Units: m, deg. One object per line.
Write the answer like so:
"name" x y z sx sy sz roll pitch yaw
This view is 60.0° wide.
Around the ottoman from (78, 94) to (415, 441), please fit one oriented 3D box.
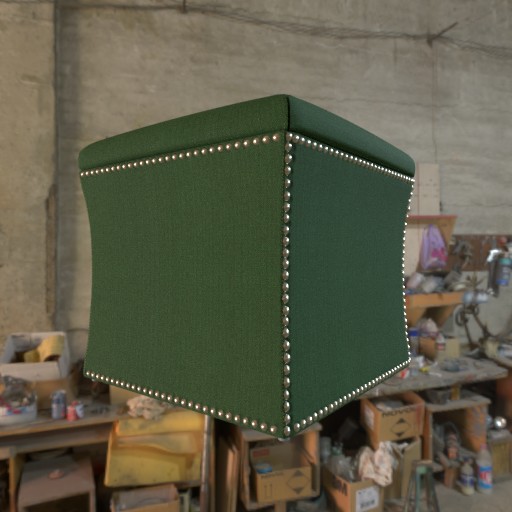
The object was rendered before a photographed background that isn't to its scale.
"ottoman" 0.000 0.000 0.884 0.497 0.475 0.507 1 1 38
